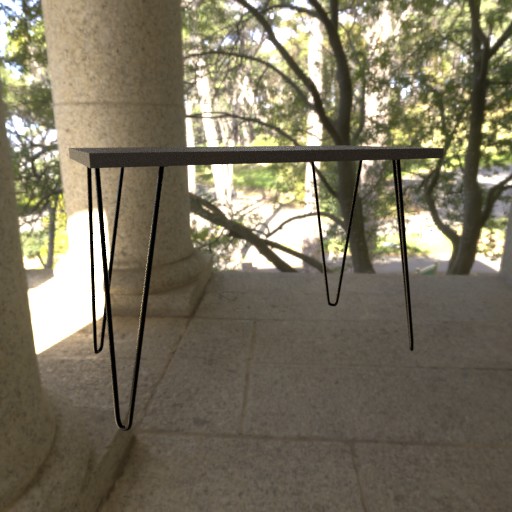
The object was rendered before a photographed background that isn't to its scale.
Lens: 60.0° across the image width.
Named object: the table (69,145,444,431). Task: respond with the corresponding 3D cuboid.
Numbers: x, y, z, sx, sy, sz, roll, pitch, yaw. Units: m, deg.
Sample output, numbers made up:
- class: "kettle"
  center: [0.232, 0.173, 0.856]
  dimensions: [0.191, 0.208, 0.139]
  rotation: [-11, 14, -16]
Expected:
- class: "table"
  center: [0.000, 0.000, 1.395]
  dimensions: [0.991, 0.660, 0.499]
  rotation: [-7, 17, -26]
